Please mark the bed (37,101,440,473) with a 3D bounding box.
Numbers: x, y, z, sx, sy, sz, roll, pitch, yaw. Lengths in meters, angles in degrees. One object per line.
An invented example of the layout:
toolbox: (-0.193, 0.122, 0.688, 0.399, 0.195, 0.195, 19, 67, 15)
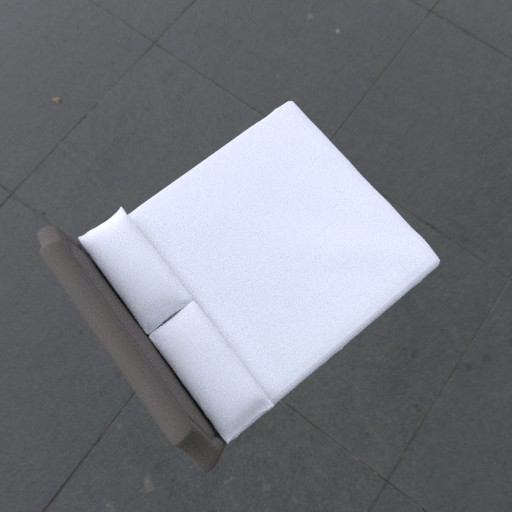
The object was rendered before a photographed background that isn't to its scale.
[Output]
bed: (0.000, 0.000, 3.767, 2.536, 1.561, 2.194, -38, 78, -9)
